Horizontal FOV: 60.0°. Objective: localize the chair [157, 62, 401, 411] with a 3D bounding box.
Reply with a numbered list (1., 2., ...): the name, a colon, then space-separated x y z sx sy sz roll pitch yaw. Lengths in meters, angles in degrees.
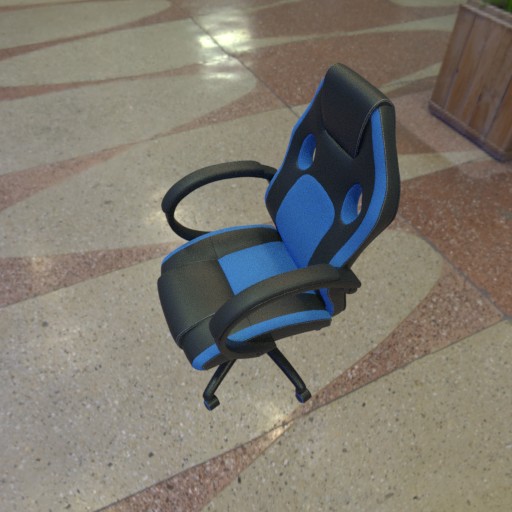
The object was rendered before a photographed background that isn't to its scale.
1. chair: 0.000 0.000 1.589 0.724 1.187 0.673 -16 48 -15
